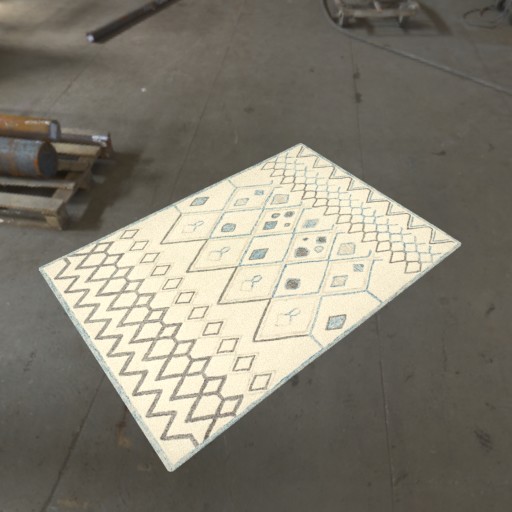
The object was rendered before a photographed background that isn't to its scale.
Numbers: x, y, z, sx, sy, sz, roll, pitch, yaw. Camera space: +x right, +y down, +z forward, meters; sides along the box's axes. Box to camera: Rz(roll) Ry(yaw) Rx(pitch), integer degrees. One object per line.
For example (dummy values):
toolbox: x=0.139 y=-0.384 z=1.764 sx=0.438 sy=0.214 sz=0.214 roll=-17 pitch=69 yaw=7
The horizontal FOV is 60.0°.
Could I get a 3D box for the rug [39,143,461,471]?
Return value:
rug: x=0.000 y=0.000 z=2.307 sx=1.820 sy=0.009 sz=1.260 roll=-31 pitch=54 yaw=-26
